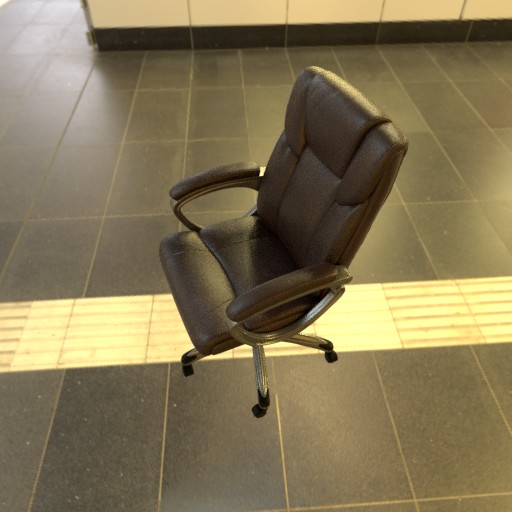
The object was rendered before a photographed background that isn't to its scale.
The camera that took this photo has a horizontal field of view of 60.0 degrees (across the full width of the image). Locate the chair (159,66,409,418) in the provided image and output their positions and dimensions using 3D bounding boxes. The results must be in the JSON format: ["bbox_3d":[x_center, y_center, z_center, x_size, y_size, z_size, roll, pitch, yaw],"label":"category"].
[{"bbox_3d":[0.000,0.000,1.586,0.692,1.128,0.656,-17,49,-16],"label":"chair"}]
